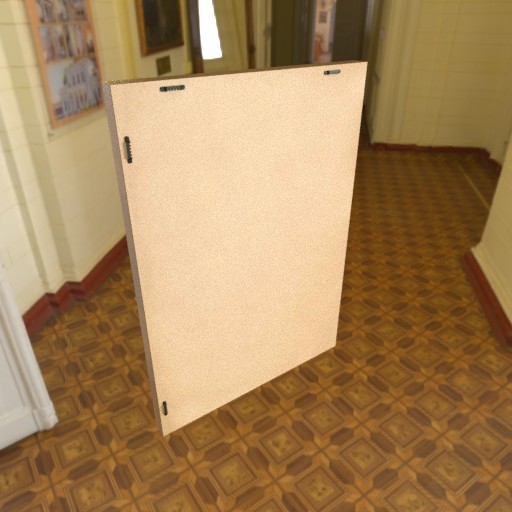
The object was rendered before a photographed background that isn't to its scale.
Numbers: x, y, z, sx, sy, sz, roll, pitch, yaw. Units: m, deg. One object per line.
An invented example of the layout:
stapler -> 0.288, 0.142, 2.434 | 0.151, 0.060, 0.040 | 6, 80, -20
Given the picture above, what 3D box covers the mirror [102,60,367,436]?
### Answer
mirror -> 0.000, 0.000, 0.913 | 0.508, 0.711, 0.039 | -19, 34, -30
